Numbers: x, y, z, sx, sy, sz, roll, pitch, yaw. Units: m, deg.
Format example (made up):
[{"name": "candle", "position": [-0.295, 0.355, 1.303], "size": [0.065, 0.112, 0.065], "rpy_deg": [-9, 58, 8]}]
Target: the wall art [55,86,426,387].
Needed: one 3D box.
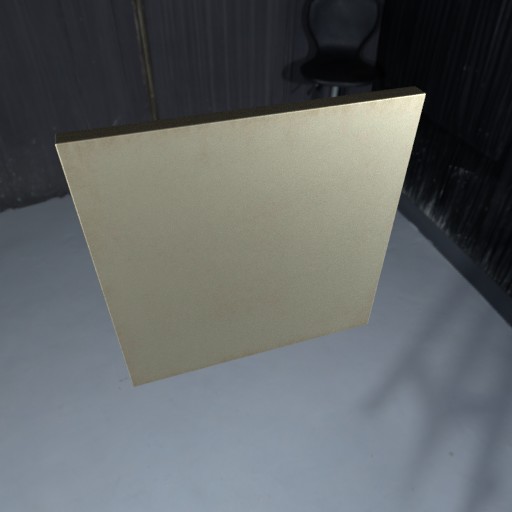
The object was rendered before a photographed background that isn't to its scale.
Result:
[{"name": "wall art", "position": [0.000, 0.000, 0.752], "size": [0.503, 0.506, 0.030], "rpy_deg": [-12, 42, -14]}]
